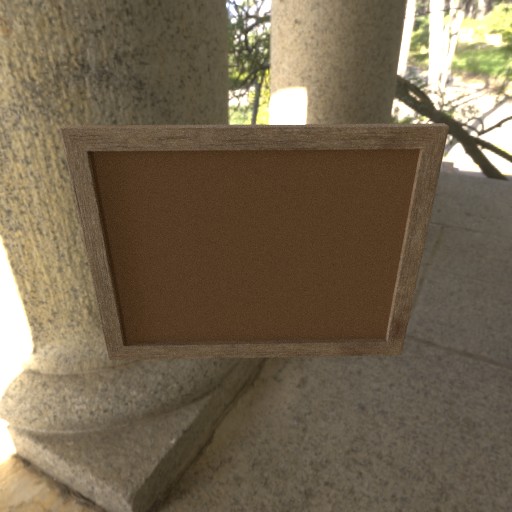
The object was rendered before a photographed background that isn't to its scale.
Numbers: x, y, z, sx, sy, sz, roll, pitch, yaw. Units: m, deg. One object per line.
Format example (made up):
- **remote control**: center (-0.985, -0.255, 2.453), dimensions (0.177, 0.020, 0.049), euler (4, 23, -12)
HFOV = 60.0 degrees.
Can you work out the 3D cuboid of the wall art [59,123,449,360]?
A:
- **wall art**: center (0.000, 0.000, 0.925), dimensions (0.690, 0.535, 0.026), euler (-1, 29, -1)
